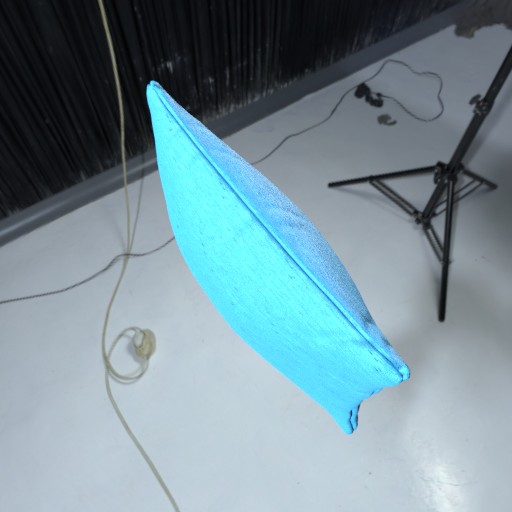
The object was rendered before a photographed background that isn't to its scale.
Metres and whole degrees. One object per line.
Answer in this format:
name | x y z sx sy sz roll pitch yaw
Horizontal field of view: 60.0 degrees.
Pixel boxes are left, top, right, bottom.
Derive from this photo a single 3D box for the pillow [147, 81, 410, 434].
pillow | 0.000 0.000 0.781 0.210 0.338 0.633 -31 63 -17
